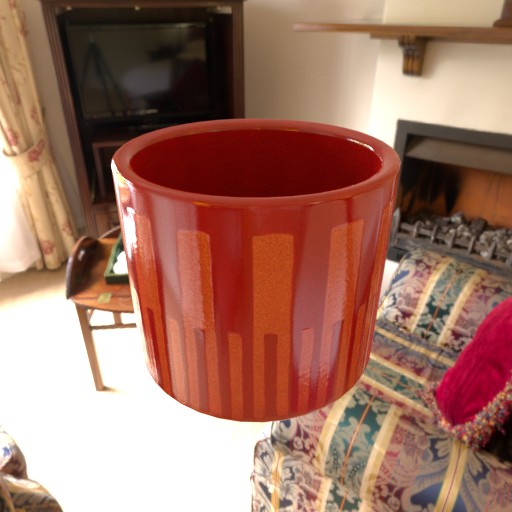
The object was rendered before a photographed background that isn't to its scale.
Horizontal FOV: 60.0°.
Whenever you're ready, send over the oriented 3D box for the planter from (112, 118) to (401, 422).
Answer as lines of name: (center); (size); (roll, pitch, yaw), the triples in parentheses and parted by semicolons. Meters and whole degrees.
planter: (0.000, 0.000, 0.412); (0.230, 0.202, 0.230); (0, 29, 0)
